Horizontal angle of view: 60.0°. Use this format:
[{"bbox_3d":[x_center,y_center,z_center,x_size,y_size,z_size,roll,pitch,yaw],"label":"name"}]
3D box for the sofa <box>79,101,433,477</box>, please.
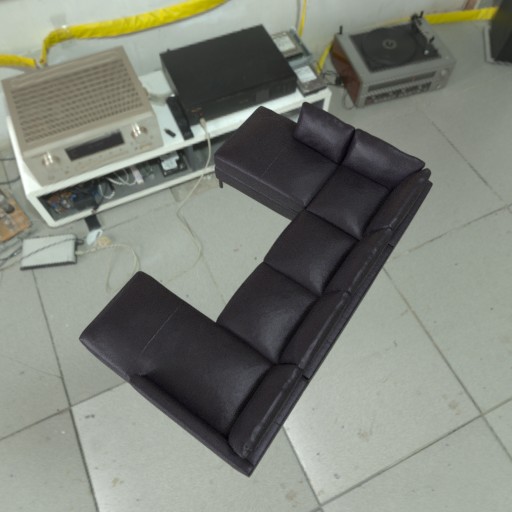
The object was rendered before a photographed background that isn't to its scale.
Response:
[{"bbox_3d":[0.000,0.000,3.914,1.939,0.900,2.956,32,67,15],"label":"sofa"}]
